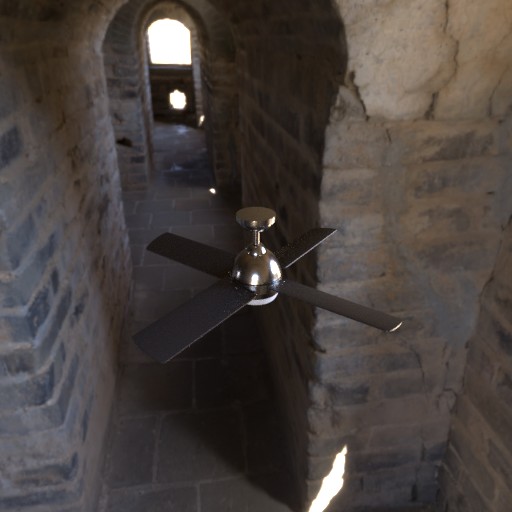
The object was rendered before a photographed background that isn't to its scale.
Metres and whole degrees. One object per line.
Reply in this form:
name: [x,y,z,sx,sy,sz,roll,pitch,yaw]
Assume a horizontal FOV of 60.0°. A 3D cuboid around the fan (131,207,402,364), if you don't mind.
fan: [0.000,0.000,1.979,1.332,0.403,1.332,18,32,32]
